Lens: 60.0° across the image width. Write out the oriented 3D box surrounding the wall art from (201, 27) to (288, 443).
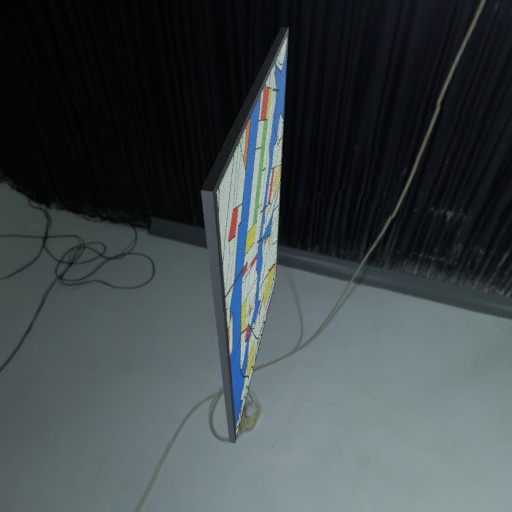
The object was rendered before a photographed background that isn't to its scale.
[{"bbox_3d":[0.000,0.000,0.836,0.013,0.657,0.457,9,47,9],"label":"wall art"}]
